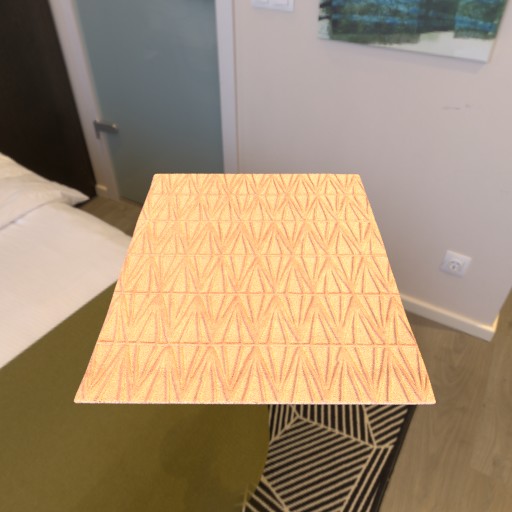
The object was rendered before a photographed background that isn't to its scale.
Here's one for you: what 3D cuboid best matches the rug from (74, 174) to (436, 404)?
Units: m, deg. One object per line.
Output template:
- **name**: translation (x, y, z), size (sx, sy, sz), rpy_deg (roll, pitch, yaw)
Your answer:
- **rug**: translation (0.000, 0.000, 4.135), size (2.453, 0.043, 3.052), rpy_deg (0, 40, 0)
